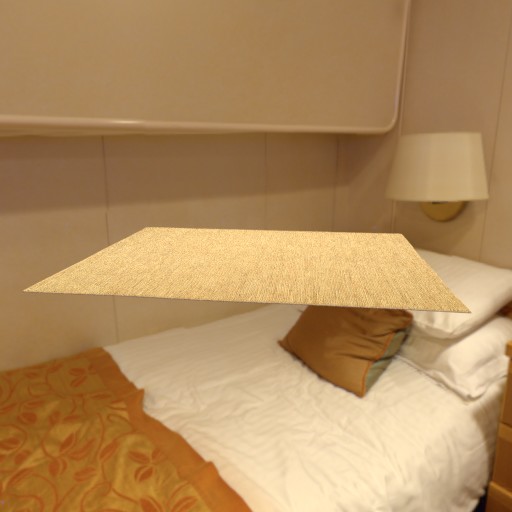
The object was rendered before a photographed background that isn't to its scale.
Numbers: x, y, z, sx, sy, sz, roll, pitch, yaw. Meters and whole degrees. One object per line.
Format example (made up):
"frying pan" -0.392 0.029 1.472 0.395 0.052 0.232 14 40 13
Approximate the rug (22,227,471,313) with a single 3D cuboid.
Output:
"rug" 0.000 0.000 4.108 3.034 0.012 2.406 2 15 7
